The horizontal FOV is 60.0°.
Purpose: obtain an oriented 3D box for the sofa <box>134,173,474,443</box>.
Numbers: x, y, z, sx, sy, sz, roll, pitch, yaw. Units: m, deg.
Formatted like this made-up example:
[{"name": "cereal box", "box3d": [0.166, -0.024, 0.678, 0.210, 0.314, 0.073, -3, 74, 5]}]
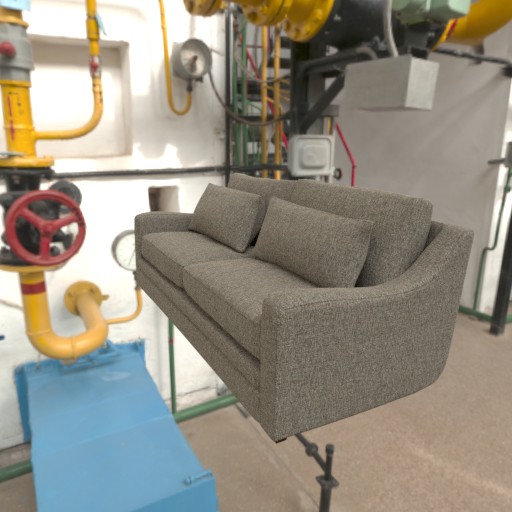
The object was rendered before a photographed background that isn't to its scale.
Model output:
[{"name": "sofa", "box3d": [0.000, 0.000, 2.961, 1.103, 0.998, 2.418, -8, 17, -27]}]
